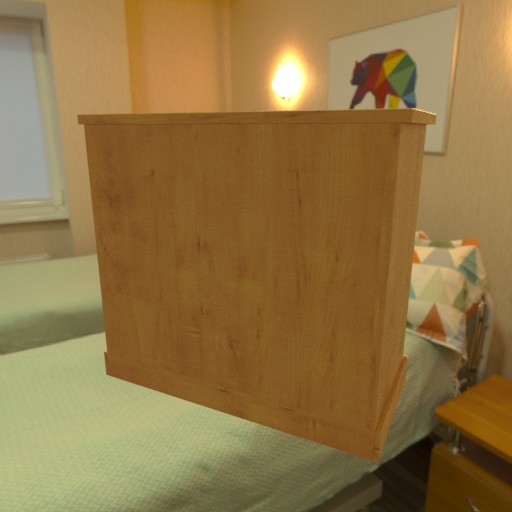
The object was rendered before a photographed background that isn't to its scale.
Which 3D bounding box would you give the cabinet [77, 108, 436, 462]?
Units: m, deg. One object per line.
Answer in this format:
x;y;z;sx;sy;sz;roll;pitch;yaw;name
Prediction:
0.000;0.000;1.380;0.920;0.840;0.450;8;18;26;cabinet
